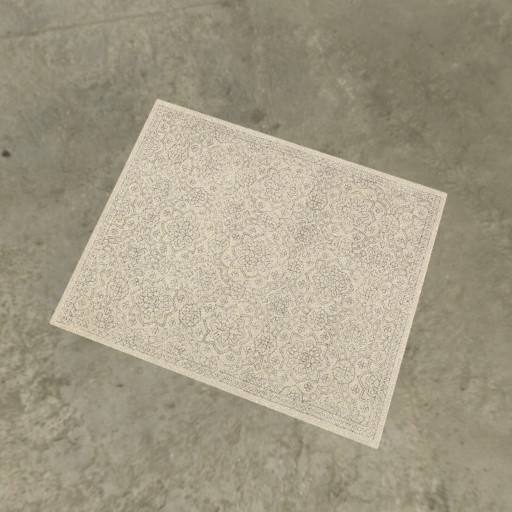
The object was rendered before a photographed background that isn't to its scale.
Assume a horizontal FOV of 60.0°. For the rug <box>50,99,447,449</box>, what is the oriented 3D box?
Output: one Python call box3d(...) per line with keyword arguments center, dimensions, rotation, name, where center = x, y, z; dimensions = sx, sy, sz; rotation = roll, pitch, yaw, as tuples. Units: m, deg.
box3d(center=(0.000, 0.000, 4.125), dimensions=(3.050, 0.015, 2.441), rotation=(19, 76, 5), name="rug")
